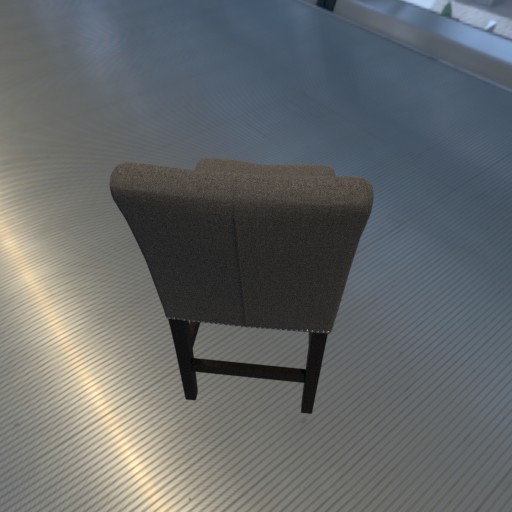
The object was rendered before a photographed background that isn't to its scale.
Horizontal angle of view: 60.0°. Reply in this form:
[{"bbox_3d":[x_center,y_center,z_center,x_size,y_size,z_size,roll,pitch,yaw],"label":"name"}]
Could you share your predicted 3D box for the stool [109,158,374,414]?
[{"bbox_3d":[0.000,0.000,1.181,0.427,0.885,0.571,5,47,4],"label":"stool"}]
